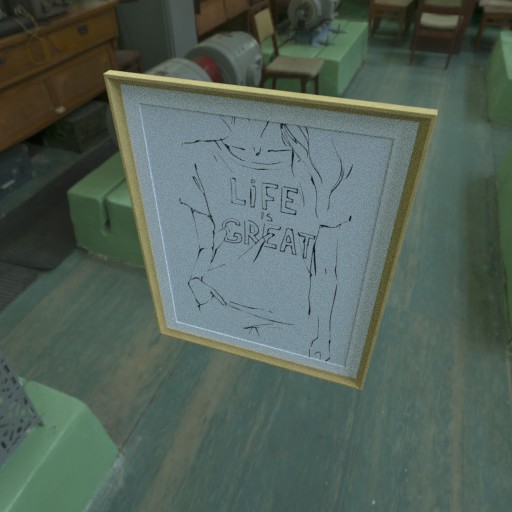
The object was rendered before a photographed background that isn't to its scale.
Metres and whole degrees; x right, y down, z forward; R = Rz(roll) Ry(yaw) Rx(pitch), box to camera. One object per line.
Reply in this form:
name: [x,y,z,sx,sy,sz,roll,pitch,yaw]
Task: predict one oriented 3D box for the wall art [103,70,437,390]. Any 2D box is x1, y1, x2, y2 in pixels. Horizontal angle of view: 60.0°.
wall art: [0.000,0.000,1.346,0.798,1.002,0.030,12,42,14]
